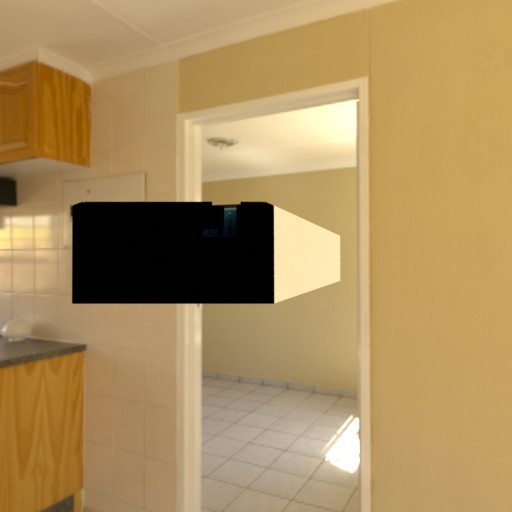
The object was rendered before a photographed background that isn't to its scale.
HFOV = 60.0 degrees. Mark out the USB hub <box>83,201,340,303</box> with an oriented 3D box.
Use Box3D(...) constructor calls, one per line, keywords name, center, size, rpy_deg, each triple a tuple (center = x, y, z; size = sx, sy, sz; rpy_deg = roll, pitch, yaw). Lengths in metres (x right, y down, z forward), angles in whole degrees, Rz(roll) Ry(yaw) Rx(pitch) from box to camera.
Box3D(name="USB hub", center=(0.000, 0.000, 0.160), size=(0.044, 0.023, 0.145), rpy_deg=(0, -1, 18))
